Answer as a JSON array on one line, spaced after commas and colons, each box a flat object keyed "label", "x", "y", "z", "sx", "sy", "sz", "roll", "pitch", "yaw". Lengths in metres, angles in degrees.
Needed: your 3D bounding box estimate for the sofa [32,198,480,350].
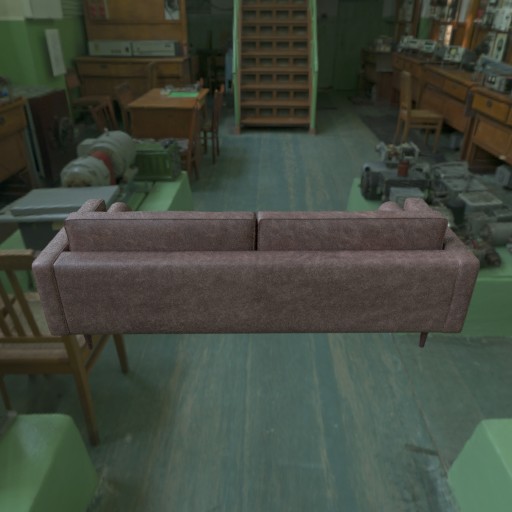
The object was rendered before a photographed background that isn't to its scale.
[{"label": "sofa", "x": 0.000, "y": 0.000, "z": 2.634, "sx": 2.210, "sy": 0.762, "sz": 0.914, "roll": 0, "pitch": 29, "yaw": 0}]
